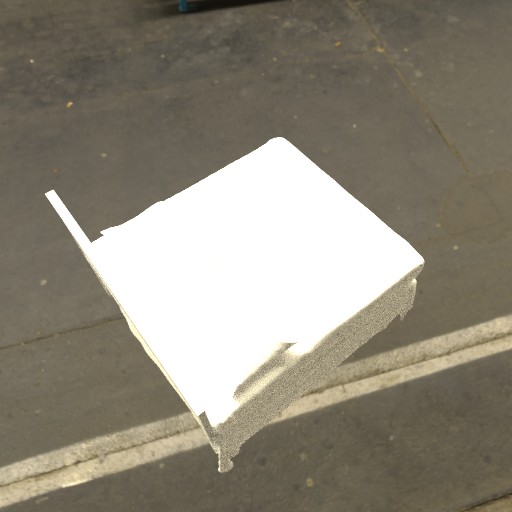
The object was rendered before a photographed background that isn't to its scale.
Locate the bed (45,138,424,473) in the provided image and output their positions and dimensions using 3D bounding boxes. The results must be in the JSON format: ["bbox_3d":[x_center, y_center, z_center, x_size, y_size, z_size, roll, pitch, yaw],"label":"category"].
[{"bbox_3d":[0.000,0.000,3.202,2.047,1.269,1.876,-34,64,-19],"label":"bed"}]
